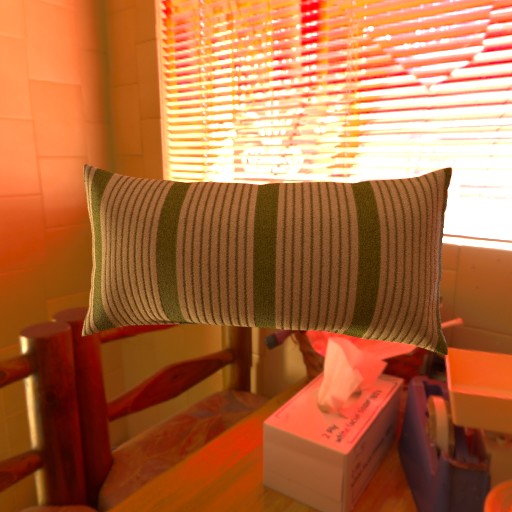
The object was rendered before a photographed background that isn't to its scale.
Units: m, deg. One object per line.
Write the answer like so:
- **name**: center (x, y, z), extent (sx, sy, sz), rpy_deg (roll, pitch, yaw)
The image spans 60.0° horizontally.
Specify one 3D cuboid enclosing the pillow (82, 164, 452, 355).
- **pillow**: center (0.000, 0.000, 0.723), extent (0.608, 0.292, 0.156), rpy_deg (2, 12, 8)
